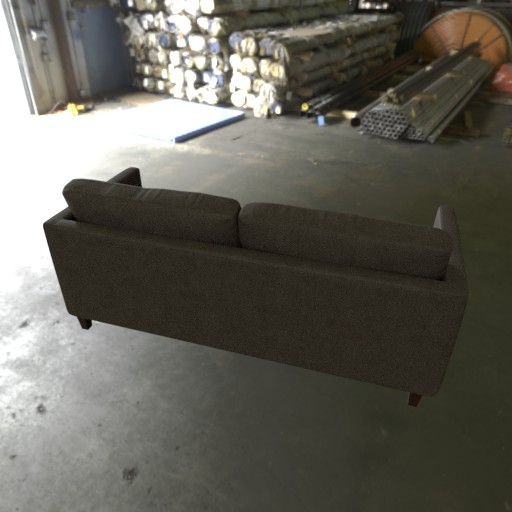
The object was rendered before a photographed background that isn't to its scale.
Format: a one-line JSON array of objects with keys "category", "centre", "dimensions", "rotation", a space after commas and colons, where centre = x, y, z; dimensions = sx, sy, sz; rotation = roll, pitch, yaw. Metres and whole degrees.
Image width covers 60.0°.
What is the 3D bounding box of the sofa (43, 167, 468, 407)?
[{"category": "sofa", "centre": [0.000, 0.000, 2.666], "dimensions": [2.208, 0.965, 0.951], "rotation": [9, 33, 15]}]
